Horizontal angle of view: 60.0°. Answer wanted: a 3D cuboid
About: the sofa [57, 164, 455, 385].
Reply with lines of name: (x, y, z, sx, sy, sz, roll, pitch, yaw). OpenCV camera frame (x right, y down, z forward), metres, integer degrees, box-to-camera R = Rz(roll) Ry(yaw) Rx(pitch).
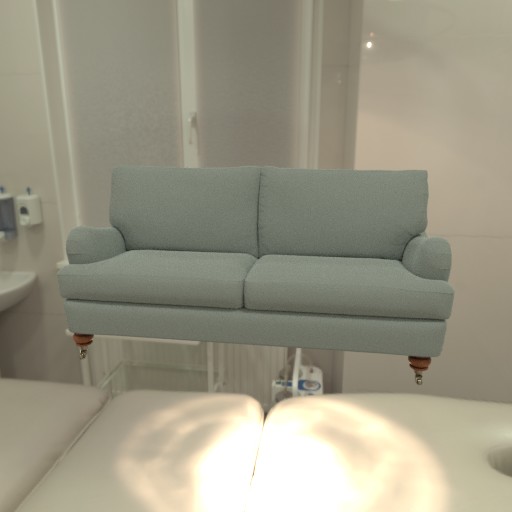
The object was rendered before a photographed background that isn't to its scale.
sofa: (0.000, 0.000, 2.822, 2.193, 1.096, 1.069, 2, 15, 8)
